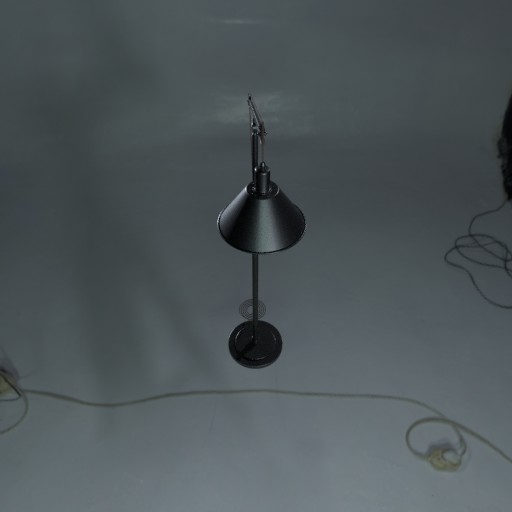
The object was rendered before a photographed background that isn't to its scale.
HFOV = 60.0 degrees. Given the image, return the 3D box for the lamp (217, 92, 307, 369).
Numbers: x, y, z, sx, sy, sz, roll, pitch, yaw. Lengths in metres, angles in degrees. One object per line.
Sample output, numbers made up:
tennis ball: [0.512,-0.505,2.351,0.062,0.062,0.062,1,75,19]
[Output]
lamp: [0.000,0.000,1.997,0.319,1.626,0.904,-3,46,-3]
